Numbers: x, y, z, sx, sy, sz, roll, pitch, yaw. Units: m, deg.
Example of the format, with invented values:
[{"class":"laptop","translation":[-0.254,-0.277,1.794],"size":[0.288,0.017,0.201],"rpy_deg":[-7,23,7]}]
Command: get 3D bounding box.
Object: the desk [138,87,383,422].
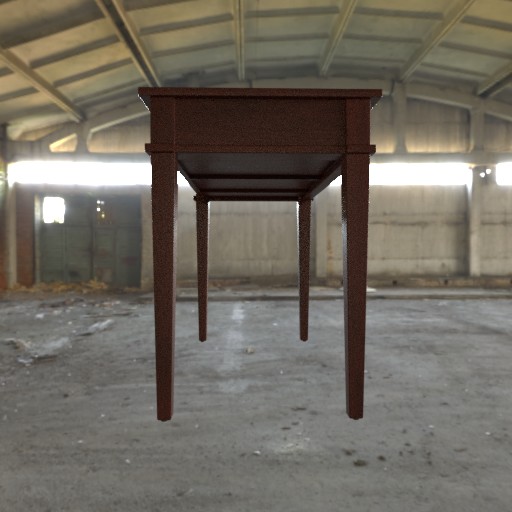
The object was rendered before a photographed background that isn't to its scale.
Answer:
[{"class":"desk","translation":[0.000,0.000,1.496],"size":[0.549,0.762,1.001],"rpy_deg":[0,0,-1]}]
